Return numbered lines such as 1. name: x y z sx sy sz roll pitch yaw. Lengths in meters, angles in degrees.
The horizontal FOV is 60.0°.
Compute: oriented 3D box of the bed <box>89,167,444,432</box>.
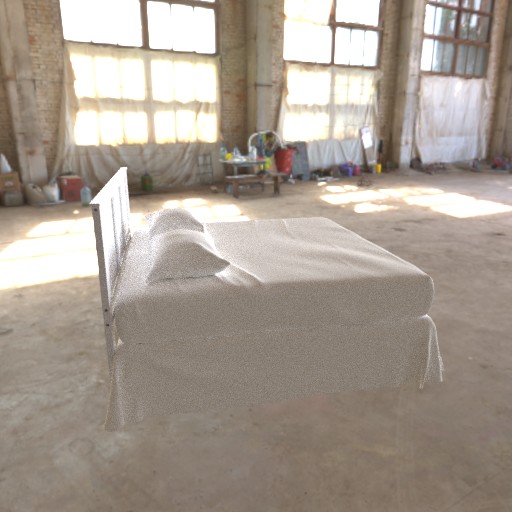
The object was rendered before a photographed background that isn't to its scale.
1. bed: 0.000 0.000 3.577 2.215 1.273 2.317 -3 17 -11
